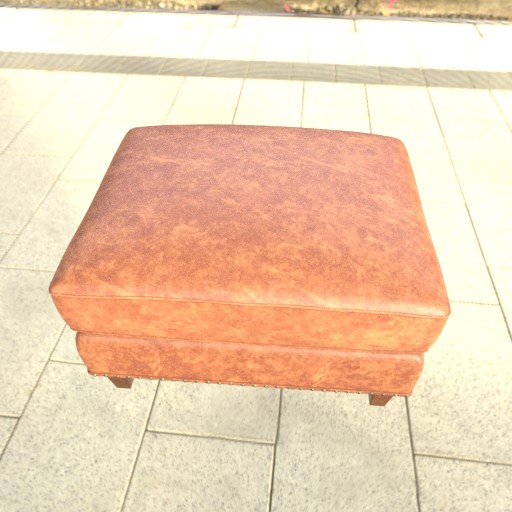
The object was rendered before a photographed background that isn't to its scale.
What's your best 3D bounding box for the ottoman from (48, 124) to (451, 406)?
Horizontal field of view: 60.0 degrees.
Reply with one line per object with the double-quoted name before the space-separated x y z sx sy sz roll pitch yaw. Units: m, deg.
"ottoman" 0.000 0.000 1.106 0.742 0.486 0.586 3 47 3
